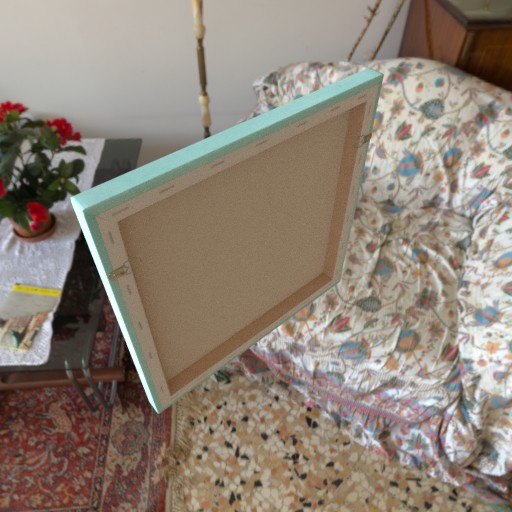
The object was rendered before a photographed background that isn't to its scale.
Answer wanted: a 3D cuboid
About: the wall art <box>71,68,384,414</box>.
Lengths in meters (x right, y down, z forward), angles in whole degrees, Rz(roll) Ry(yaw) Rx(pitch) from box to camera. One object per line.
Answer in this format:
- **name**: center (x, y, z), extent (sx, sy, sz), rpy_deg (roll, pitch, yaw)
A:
- **wall art**: center (0.000, 0.000, 1.168), extent (0.765, 0.766, 0.054), rpy_deg (-32, 54, -26)
